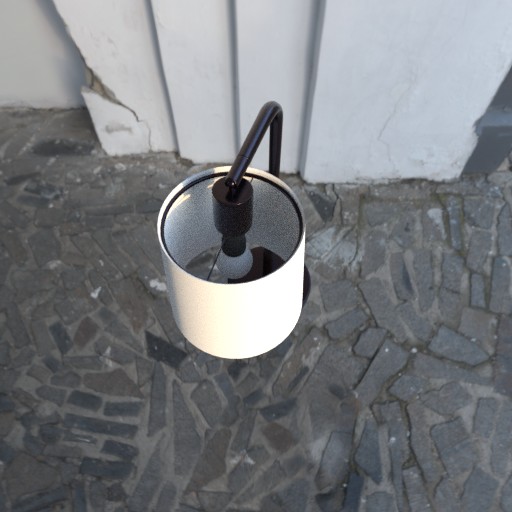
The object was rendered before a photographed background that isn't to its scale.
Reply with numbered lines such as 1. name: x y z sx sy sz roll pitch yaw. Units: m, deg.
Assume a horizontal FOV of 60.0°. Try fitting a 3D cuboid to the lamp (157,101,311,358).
1. lamp: 0.000 0.000 0.644 0.171 0.489 0.333 16 60 9
